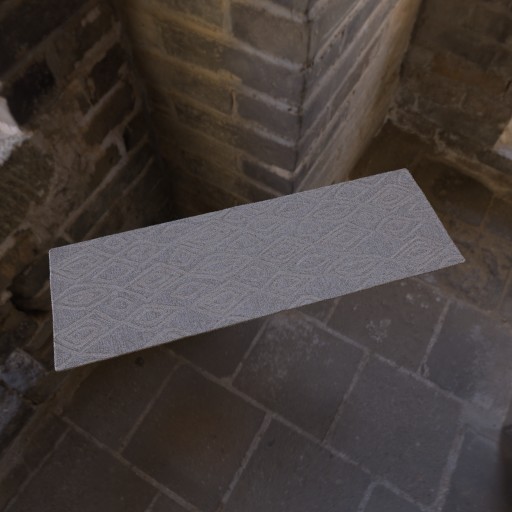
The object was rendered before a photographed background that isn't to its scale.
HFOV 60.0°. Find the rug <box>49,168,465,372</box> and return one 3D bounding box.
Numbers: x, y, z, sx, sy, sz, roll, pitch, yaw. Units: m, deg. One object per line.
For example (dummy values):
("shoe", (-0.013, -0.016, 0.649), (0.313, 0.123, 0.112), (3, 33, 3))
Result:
("rug", (0.000, 0.000, 2.715), (2.436, 0.013, 0.807), (-14, 59, -8))
